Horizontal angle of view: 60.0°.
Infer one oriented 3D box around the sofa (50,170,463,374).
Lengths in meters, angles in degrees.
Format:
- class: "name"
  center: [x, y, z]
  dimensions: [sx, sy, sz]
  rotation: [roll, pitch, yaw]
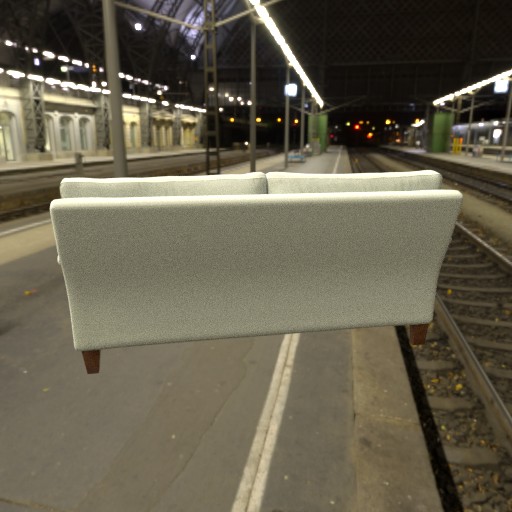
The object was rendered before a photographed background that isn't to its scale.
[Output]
- class: "sofa"
  center: [0.000, 0.000, 2.831]
  dimensions: [2.193, 1.096, 1.069]
  rotation: [-3, 15, -10]
